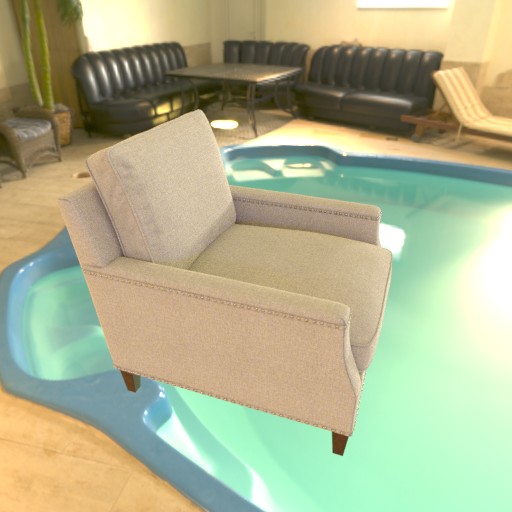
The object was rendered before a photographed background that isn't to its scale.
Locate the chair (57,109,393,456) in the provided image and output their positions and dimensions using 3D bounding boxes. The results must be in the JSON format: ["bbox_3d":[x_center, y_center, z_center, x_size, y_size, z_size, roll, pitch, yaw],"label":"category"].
[{"bbox_3d":[0.000,0.000,1.720,1.014,0.943,0.853,10,31,17],"label":"chair"}]
